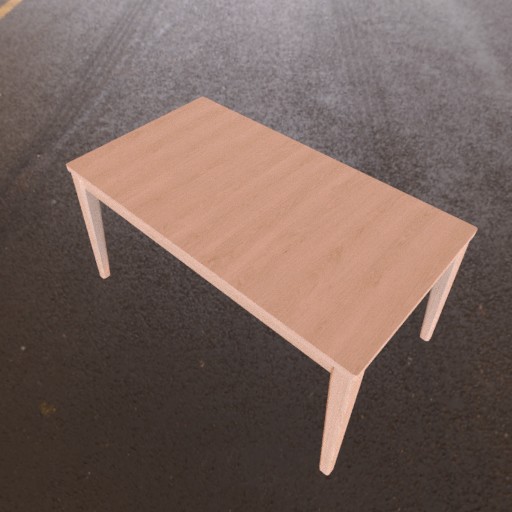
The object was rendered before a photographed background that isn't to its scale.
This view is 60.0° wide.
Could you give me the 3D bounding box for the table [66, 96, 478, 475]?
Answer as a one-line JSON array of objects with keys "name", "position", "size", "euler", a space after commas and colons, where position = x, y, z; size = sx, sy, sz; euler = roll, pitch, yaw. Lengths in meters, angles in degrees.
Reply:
[{"name": "table", "position": [0.000, 0.000, 2.114], "size": [1.600, 0.760, 0.900], "euler": [34, 56, 27]}]
